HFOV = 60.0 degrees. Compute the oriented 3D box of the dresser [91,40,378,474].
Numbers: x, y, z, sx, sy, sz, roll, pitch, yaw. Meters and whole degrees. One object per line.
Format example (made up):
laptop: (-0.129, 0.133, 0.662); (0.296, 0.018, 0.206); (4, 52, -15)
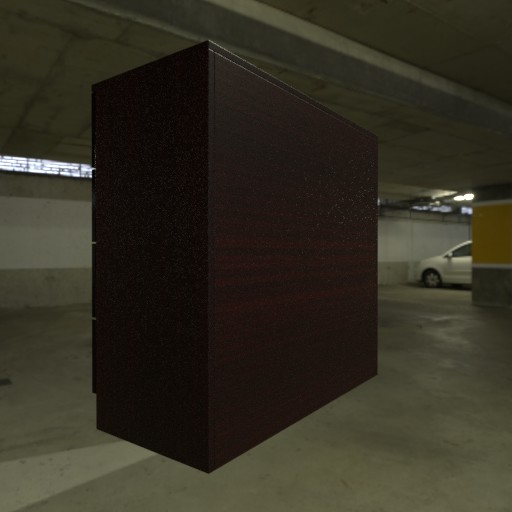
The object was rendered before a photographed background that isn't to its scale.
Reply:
dresser: (0.000, 0.000, 1.142); (0.360, 0.720, 0.750); (0, 0, 37)
